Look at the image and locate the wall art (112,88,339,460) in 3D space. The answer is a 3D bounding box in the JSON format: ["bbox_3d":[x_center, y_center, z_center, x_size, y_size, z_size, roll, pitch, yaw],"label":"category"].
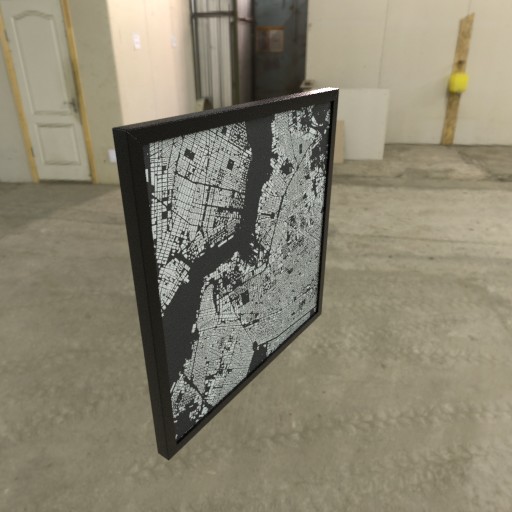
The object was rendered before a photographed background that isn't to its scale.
[{"bbox_3d":[0.000,0.000,1.156,0.038,0.761,0.755,18,32,32],"label":"wall art"}]
